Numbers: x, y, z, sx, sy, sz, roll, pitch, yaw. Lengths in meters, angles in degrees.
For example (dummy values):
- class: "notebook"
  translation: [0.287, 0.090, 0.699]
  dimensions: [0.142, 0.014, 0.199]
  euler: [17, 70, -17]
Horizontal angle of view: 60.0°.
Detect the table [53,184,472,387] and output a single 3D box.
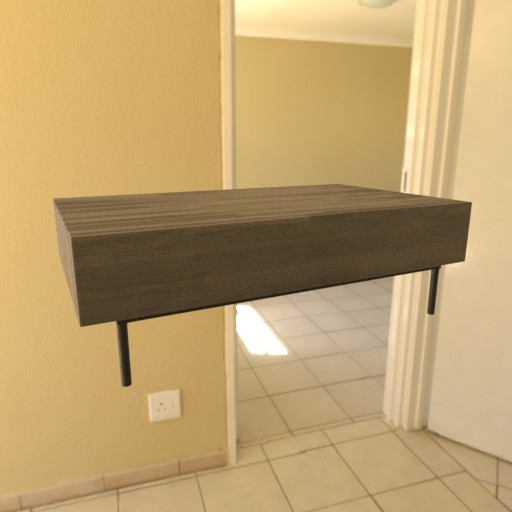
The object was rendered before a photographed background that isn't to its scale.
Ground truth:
- class: "table"
  translation: [0.000, 0.000, 1.375]
  dimensions: [1.088, 0.347, 0.643]
  euler: [-7, 16, -26]
